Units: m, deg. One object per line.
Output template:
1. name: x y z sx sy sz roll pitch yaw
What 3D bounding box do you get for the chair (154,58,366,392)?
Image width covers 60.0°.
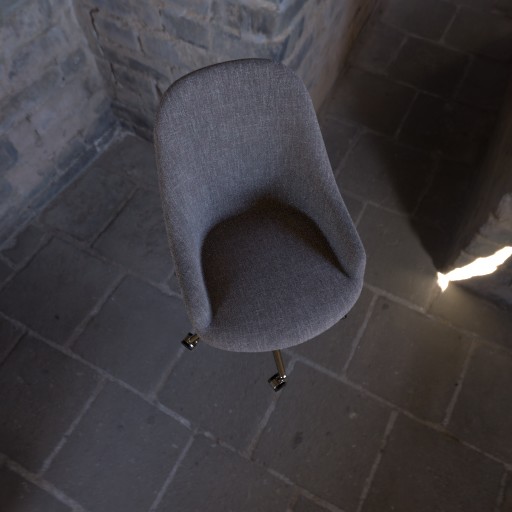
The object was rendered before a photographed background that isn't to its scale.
1. chair: 0.000 0.000 1.444 0.671 0.950 0.712 -17 64 -9
